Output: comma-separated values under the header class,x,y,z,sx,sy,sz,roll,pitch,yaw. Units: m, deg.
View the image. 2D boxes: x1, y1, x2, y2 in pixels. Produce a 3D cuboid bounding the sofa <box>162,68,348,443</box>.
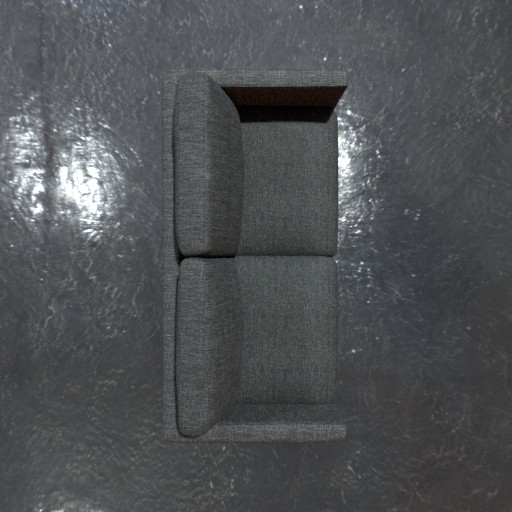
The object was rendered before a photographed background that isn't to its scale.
class,x,y,z,sx,sy,sz,roll,pitch,yaw
sofa,0.000,0.000,2.472,0.950,0.963,1.884,0,91,-1
